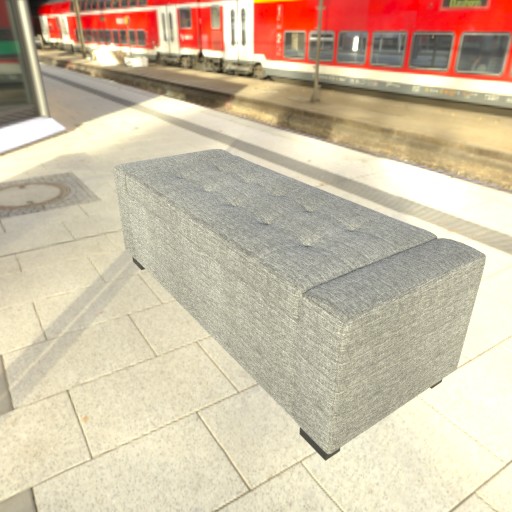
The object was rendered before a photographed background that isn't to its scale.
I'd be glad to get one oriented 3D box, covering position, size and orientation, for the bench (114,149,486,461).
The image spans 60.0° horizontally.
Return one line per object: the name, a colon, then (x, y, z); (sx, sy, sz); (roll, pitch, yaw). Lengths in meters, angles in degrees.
bench: (0.000, 0.000, 1.528); (0.508, 0.445, 1.296); (-18, 32, -31)
